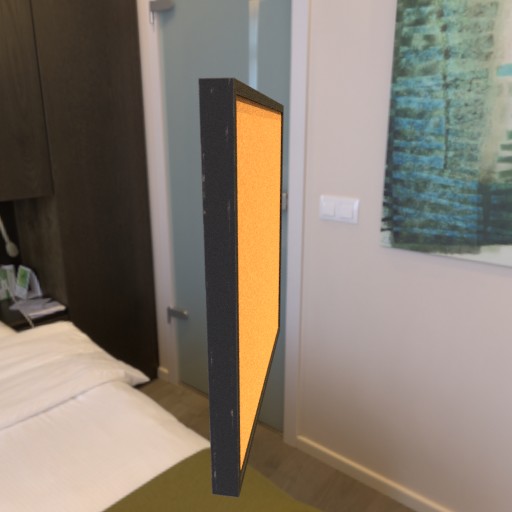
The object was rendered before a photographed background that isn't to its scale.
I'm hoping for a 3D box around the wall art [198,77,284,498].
[{"bbox_3d":[0.000,0.000,0.746,0.036,0.506,0.506,2,16,9],"label":"wall art"}]
